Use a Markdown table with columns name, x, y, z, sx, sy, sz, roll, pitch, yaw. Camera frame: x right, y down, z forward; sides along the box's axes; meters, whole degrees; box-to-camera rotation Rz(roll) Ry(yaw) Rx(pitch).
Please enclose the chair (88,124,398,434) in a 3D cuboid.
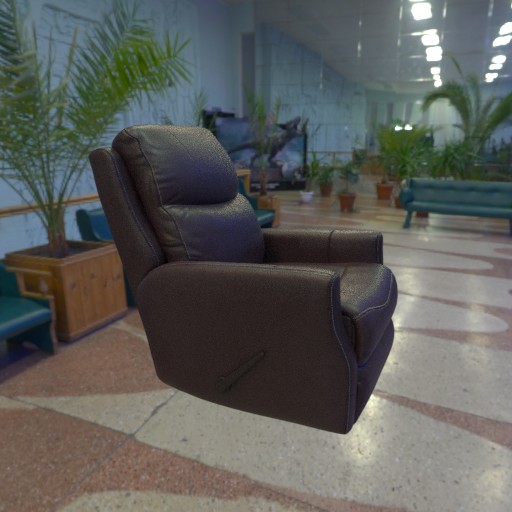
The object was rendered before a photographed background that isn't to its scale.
| name | x | y | z | sx | sy | sz | roll | pitch | yaw |
| --- | --- | --- | --- | --- | --- | --- | --- | --- | --- |
| chair | 0.000 | 0.000 | 1.803 | 1.080 | 1.030 | 0.829 | 7 | 17 | 25 |
